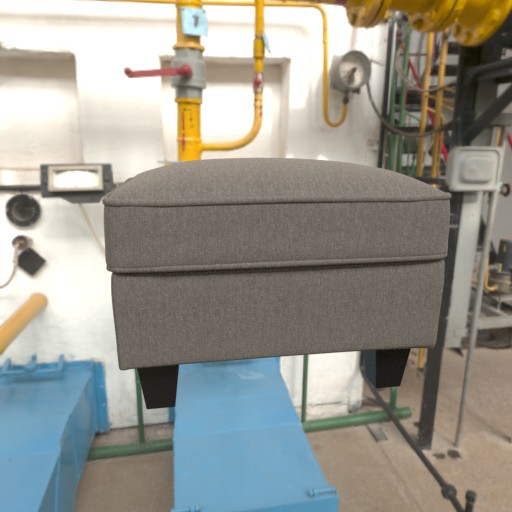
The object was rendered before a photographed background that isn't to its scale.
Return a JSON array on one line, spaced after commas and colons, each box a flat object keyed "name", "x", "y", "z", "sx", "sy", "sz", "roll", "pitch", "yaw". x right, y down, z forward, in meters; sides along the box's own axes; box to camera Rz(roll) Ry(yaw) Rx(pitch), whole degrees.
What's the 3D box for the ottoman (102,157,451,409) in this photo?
[{"name": "ottoman", "x": 0.000, "y": 0.000, "z": 1.416, "sx": 0.871, "sy": 0.612, "sz": 0.808, "roll": -2, "pitch": 14, "yaw": -9}]
